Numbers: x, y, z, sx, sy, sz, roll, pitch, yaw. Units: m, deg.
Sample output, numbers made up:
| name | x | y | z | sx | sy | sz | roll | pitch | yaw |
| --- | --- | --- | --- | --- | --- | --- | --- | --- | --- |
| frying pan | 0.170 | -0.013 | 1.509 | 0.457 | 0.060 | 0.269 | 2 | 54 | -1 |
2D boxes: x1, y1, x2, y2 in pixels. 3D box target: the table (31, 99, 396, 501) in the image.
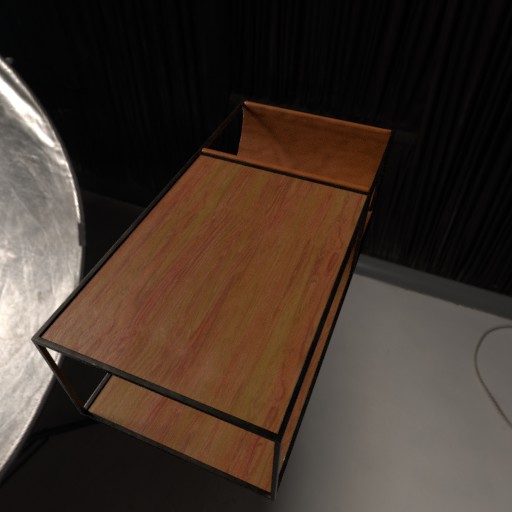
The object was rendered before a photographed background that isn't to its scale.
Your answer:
| name | x | y | z | sx | sy | sz | roll | pitch | yaw |
| --- | --- | --- | --- | --- | --- | --- | --- | --- | --- |
| table | 0.000 | 0.000 | 1.437 | 0.597 | 0.403 | 1.199 | 17 | 49 | 15 |
